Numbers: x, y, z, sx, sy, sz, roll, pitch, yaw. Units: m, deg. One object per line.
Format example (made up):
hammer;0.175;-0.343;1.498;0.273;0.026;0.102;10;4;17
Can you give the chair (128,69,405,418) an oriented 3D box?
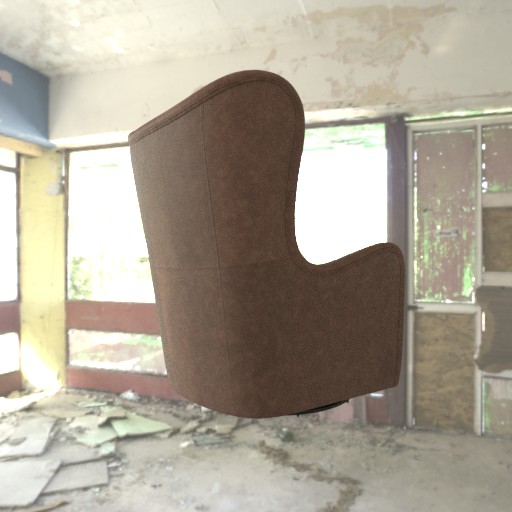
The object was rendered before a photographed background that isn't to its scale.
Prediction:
chair;0.000;0.000;1.751;0.930;1.079;0.831;0;0;-36
